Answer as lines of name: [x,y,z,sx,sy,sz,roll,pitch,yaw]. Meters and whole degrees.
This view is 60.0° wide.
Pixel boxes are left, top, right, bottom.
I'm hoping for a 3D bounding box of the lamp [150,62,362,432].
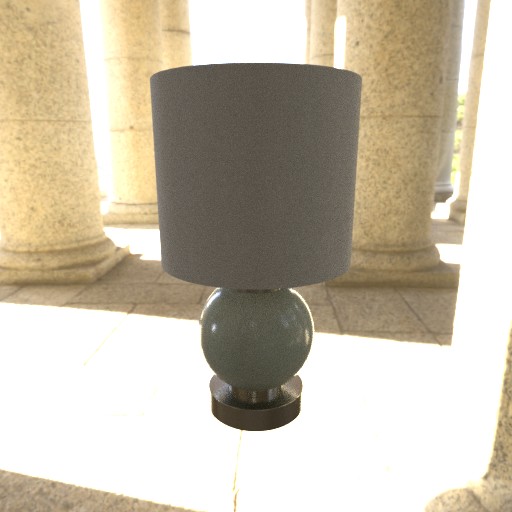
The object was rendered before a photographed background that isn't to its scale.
lamp: [0.000,0.000,0.474,0.201,0.353,0.201,-7,16,-26]
